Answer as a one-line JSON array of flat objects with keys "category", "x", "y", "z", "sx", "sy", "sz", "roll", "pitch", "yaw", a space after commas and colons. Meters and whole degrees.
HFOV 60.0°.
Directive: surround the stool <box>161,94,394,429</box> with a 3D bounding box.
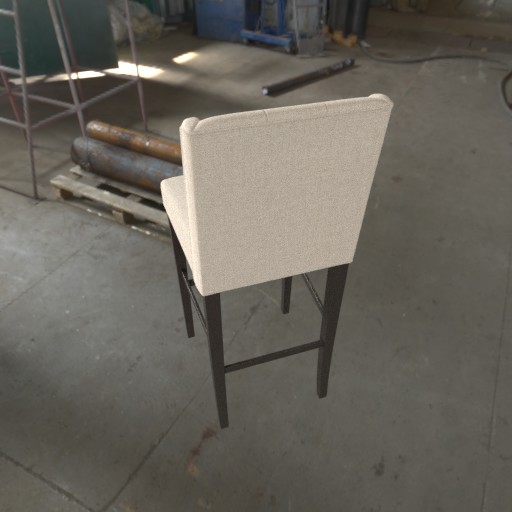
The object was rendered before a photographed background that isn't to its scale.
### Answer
[{"category": "stool", "x": 0.000, "y": 0.000, "z": 1.380, "sx": 0.474, "sy": 1.116, "sz": 0.509, "roll": -12, "pitch": 41, "yaw": -14}]
